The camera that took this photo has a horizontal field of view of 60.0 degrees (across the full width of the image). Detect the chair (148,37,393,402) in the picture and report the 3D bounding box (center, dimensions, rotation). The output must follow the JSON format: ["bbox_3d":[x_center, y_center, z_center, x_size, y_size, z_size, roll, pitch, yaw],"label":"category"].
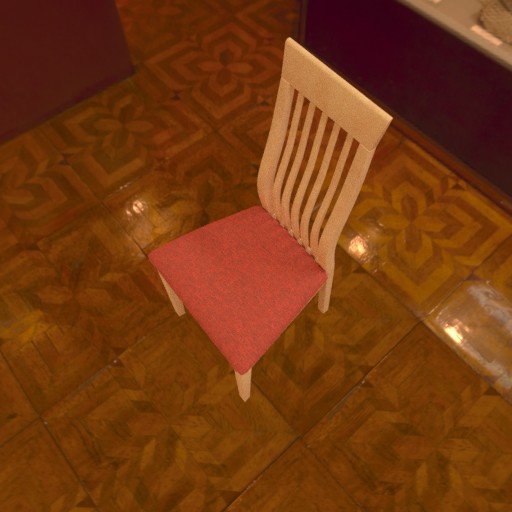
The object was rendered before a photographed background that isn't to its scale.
[{"bbox_3d":[0.000,0.000,1.255,0.474,1.027,0.460,-35,68,-17],"label":"chair"}]
